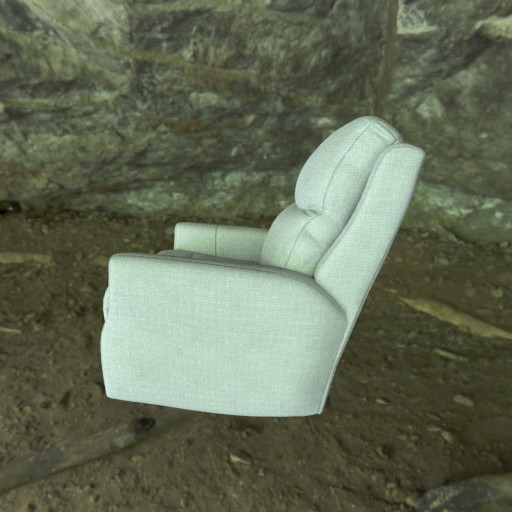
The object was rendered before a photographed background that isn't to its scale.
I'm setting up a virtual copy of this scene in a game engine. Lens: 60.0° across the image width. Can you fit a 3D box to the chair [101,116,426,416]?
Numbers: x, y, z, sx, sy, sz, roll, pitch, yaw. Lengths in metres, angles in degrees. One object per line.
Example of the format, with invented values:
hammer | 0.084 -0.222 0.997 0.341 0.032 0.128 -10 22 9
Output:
chair | 0.000 0.000 1.759 1.080 1.030 0.829 2 14 8
